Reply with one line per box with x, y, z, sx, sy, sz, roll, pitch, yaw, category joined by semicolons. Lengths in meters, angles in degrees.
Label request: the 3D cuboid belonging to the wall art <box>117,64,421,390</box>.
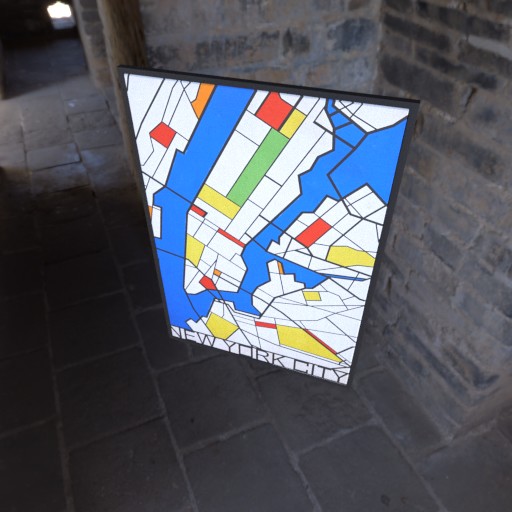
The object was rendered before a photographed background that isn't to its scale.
0.000;0.000;0.856;0.460;0.660;0.013;13;42;15;wall art
